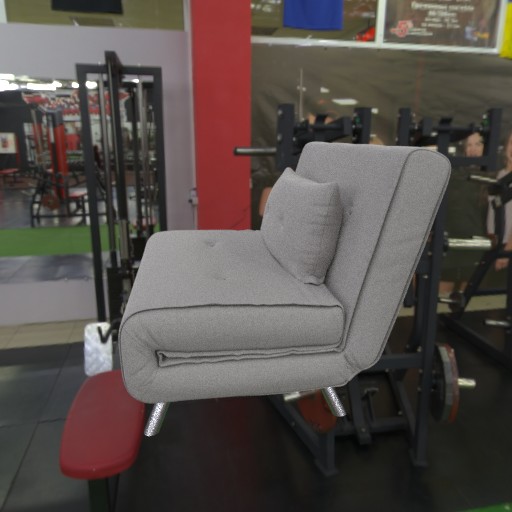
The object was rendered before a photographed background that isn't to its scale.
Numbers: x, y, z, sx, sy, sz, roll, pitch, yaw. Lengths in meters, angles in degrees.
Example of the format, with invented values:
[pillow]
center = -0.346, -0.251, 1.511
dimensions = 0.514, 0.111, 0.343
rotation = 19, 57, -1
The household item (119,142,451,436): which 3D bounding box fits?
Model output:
[household item]
center = 0.000, 0.000, 1.631
dimensions = 0.874, 0.800, 1.000
rotation = -2, 15, -9
